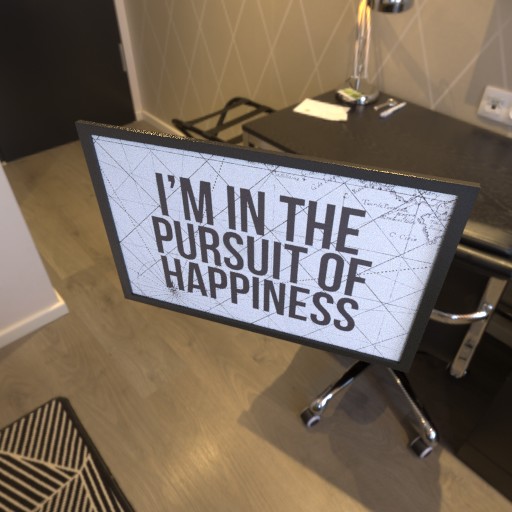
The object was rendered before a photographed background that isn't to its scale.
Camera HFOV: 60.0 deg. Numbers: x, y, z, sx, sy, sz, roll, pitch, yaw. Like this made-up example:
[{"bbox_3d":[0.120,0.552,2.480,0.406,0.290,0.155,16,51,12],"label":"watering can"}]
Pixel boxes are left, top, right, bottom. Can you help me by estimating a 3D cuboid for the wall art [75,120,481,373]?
[{"bbox_3d":[0.000,0.000,1.046,0.819,0.552,0.015,12,43,14],"label":"wall art"}]
